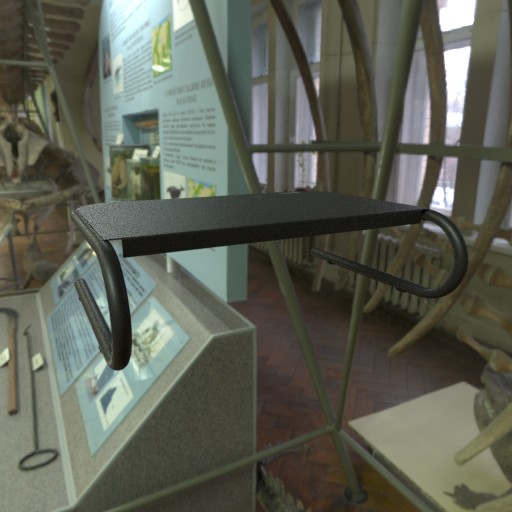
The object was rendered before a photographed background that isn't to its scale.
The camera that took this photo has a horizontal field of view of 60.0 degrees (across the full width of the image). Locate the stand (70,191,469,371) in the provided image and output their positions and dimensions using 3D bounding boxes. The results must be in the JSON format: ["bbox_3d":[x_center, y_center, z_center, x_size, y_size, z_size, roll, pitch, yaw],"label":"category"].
[{"bbox_3d":[0.000,0.000,0.508,0.370,0.108,0.280,-8,16,-27],"label":"stand"}]
